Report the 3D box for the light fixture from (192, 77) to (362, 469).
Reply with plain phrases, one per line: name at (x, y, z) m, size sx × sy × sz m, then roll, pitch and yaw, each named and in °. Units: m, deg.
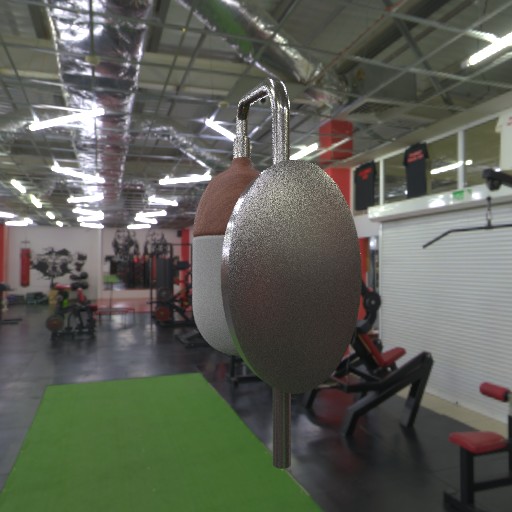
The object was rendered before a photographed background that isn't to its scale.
light fixture at (0.000, 0.000, 0.434) m, size 0.108 × 0.343 × 0.216 m, roll 0°, pitch -1°, yaw -17°
